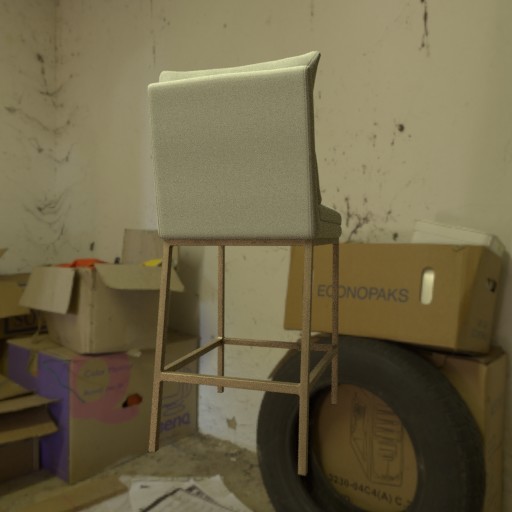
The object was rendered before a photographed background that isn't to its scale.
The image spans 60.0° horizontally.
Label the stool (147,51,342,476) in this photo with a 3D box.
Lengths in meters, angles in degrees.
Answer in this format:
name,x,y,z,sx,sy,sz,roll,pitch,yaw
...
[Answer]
name,x,y,z,sx,sy,sz,roll,pitch,yaw
stool,0.000,0.000,1.352,0.463,1.032,0.572,0,0,17
